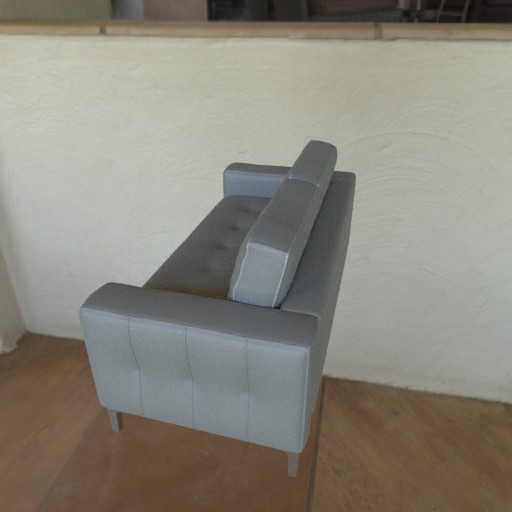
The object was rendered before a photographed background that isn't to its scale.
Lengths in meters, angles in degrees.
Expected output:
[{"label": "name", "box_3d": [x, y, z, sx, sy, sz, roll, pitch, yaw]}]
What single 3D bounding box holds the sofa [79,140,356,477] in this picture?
[{"label": "sofa", "box_3d": [0.000, 0.000, 2.218, 0.833, 0.893, 1.726, 8, 30, 14]}]
